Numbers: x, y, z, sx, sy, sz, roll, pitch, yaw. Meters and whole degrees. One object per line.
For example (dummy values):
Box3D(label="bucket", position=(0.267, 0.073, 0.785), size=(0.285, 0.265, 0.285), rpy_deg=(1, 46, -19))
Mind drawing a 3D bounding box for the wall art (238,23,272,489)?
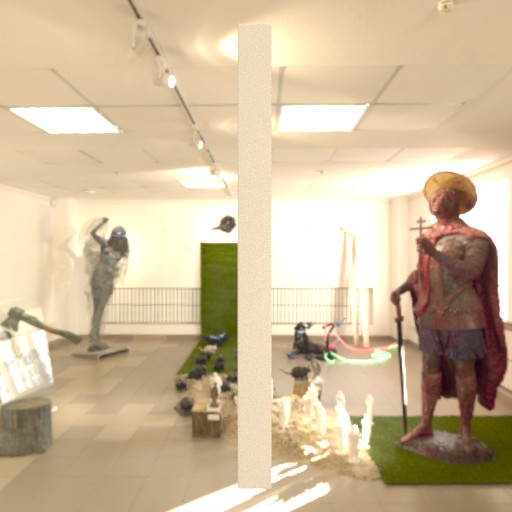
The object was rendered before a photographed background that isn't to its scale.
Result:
Box3D(label="wall art", position=(0.000, 0.000, 0.527), size=(0.028, 0.381, 0.331), rpy_deg=(0, 0, 0))
